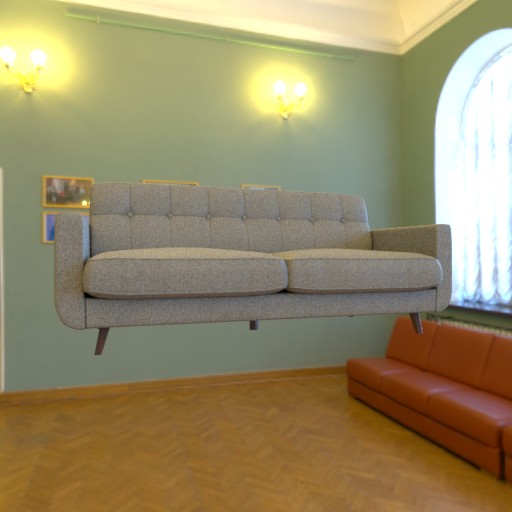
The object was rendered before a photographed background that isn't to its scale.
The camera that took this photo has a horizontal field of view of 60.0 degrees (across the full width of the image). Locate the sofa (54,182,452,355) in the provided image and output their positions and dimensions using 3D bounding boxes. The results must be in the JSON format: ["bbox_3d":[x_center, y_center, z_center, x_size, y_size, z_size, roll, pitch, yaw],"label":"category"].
[{"bbox_3d":[0.000,0.000,2.562,2.055,0.873,0.968,0,0,-19],"label":"sofa"}]
